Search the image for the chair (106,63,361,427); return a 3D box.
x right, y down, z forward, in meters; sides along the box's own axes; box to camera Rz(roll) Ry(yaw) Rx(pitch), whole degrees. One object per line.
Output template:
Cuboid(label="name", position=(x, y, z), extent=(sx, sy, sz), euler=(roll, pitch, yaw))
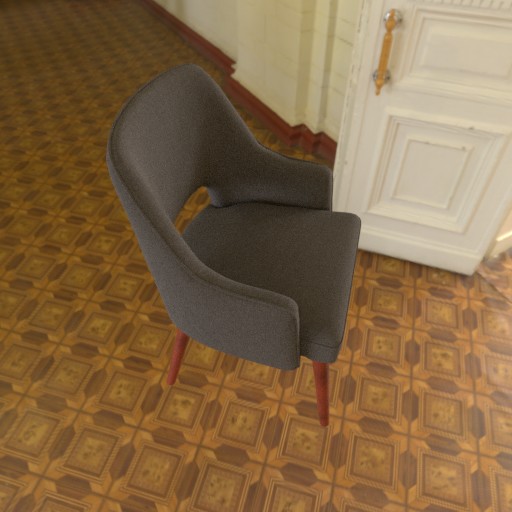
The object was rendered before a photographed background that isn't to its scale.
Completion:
Cuboid(label="chair", position=(0.000, 0.000, 1.188), extent=(0.560, 0.838, 0.559), euler=(11, 47, 10))
